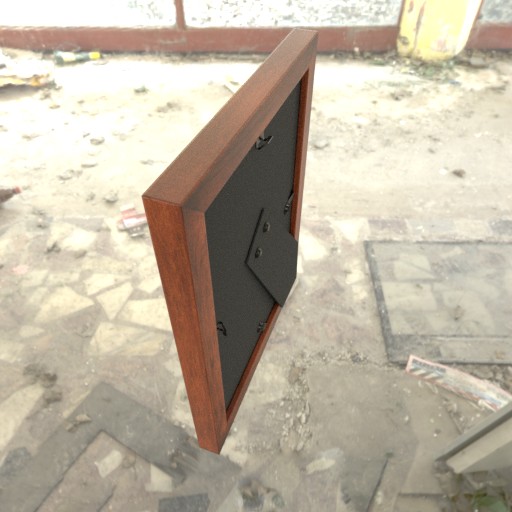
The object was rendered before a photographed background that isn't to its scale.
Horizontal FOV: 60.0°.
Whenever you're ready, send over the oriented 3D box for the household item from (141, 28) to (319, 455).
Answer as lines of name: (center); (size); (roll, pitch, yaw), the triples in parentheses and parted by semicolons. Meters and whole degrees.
household item: (0.000, 0.000, 0.326); (0.020, 0.250, 0.200); (15, 47, 14)
